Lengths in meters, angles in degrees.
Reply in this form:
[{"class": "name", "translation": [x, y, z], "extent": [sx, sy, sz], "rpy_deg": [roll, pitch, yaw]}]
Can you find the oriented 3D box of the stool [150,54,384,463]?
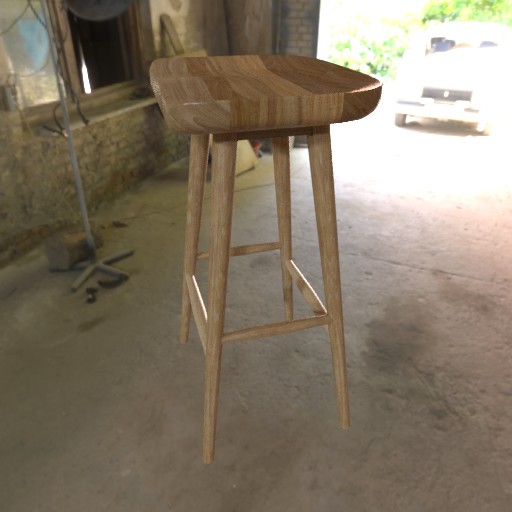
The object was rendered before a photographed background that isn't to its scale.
[{"class": "stool", "translation": [0.000, 0.000, 0.897], "extent": [0.322, 0.698, 0.407], "rpy_deg": [-8, 32, -13]}]
